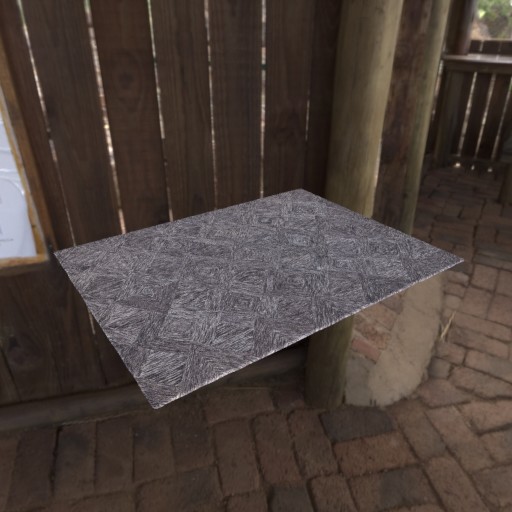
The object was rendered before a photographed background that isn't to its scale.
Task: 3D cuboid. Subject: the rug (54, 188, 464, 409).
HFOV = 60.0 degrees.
[{"bbox_3d":[0.000,0.000,4.330,3.204,0.017,2.448,-19,34,-30],"label":"rug"}]
